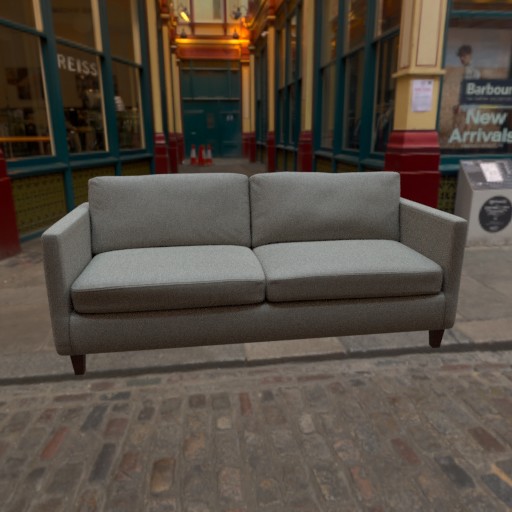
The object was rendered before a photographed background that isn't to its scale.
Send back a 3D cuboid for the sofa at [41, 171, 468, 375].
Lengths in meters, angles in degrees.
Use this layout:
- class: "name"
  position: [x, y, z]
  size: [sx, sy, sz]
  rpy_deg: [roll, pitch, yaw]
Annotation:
- class: "sofa"
  position: [0.000, 0.000, 2.717]
  size: [2.208, 0.963, 0.956]
  rpy_deg: [-2, 16, -8]
